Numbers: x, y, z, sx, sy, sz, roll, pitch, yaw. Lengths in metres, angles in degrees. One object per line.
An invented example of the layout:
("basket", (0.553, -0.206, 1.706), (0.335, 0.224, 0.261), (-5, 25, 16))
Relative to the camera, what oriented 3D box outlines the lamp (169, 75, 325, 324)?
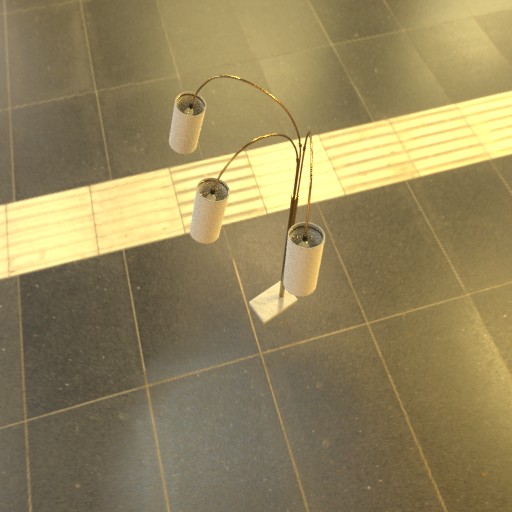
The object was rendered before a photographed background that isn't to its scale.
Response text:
("lamp", (0.000, 0.000, 2.488), (0.667, 2.055, 1.020), (-33, 68, -15))
